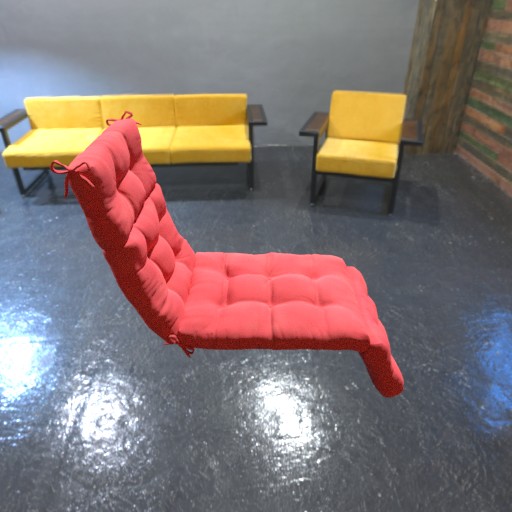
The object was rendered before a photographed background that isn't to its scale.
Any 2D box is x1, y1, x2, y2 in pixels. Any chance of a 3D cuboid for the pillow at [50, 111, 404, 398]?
[{"bbox_3d":[0.000,0.000,1.507,1.016,0.863,0.526,0,31,0],"label":"pillow"}]
